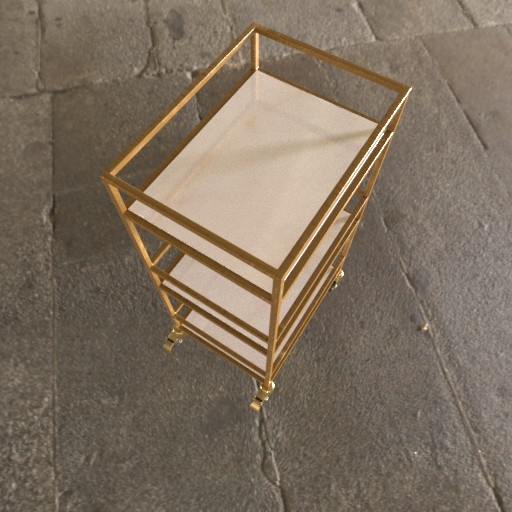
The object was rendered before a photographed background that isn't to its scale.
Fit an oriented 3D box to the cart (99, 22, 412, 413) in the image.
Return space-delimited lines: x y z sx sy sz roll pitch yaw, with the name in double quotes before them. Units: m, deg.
"cart" 0.000 0.000 1.001 0.332 0.761 0.483 30 66 14
